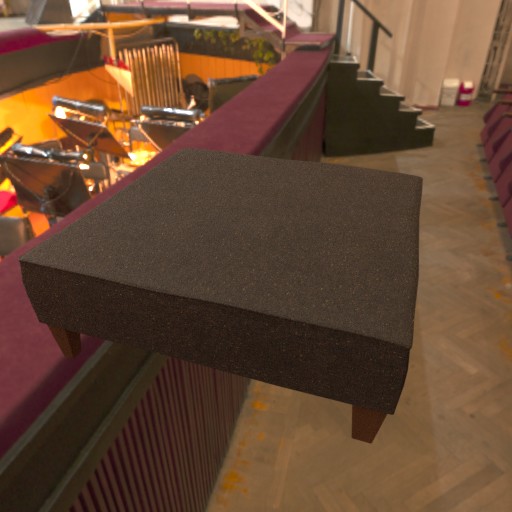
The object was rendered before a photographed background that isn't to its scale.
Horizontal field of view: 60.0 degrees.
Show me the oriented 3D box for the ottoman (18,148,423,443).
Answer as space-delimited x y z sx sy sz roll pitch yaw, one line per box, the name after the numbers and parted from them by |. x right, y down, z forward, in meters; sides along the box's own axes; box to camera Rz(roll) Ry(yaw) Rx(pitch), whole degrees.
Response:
0.000 0.000 1.490 1.004 0.382 0.968 10 33 16 | ottoman
